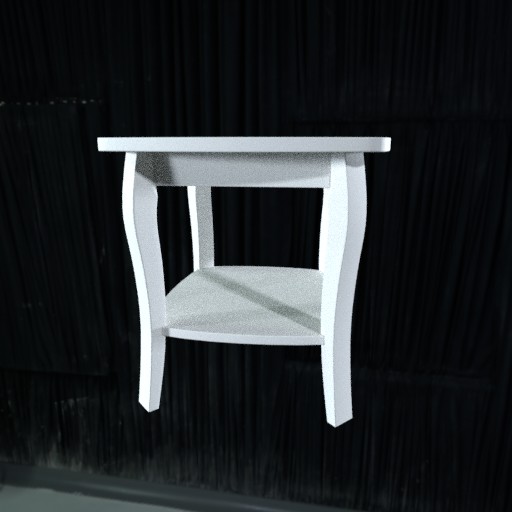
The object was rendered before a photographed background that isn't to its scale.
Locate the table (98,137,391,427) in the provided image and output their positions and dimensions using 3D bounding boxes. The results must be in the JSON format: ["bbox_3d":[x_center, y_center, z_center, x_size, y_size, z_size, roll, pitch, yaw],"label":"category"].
[{"bbox_3d":[0.000,0.000,0.851,0.451,0.438,0.502,2,15,7],"label":"table"}]
